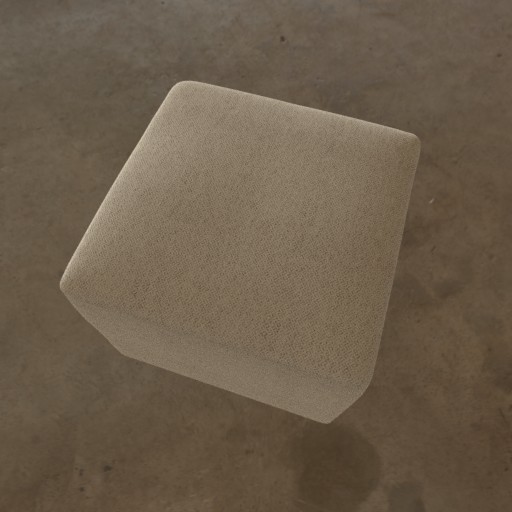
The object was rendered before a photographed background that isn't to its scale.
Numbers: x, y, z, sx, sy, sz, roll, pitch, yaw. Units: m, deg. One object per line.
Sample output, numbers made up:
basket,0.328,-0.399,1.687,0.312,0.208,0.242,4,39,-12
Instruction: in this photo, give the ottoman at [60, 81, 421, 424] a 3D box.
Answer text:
ottoman,0.000,0.000,0.944,0.521,0.453,0.512,16,64,8
